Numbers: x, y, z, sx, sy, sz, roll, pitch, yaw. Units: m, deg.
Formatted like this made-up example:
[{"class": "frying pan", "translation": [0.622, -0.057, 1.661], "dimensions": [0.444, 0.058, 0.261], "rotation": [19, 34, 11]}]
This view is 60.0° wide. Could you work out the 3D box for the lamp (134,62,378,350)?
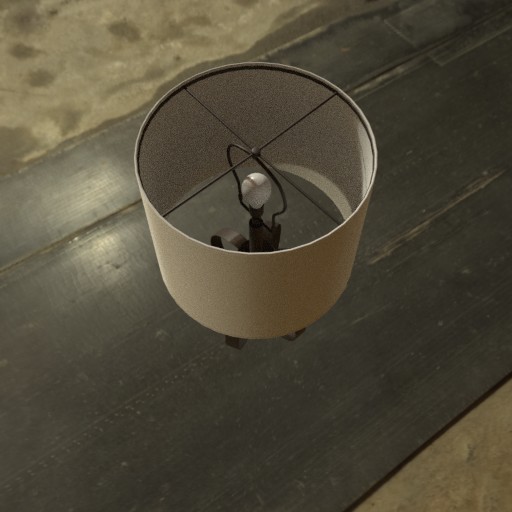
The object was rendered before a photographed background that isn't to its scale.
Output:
[{"class": "lamp", "translation": [0.000, 0.000, 0.689], "dimensions": [0.286, 0.510, 0.286], "rotation": [0, 64, 0]}]
